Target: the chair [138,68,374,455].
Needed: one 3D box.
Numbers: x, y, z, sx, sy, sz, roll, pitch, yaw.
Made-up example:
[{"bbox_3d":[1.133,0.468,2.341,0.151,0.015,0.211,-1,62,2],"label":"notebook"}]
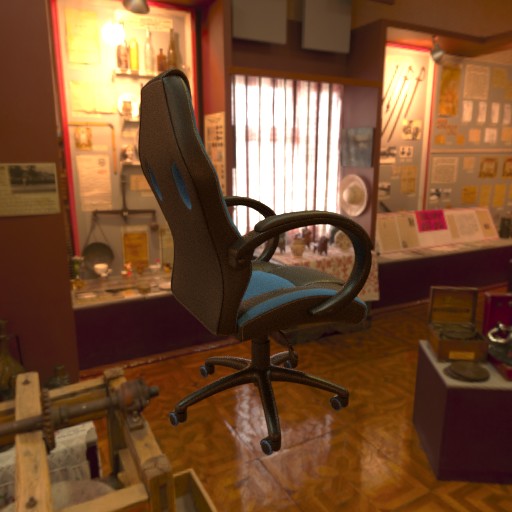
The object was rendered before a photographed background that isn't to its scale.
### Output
[{"bbox_3d":[0.000,0.000,1.606,0.724,1.187,0.673,-6,14,-26],"label":"chair"}]
